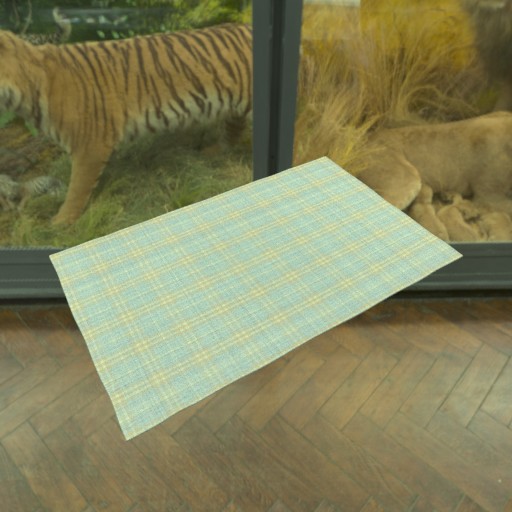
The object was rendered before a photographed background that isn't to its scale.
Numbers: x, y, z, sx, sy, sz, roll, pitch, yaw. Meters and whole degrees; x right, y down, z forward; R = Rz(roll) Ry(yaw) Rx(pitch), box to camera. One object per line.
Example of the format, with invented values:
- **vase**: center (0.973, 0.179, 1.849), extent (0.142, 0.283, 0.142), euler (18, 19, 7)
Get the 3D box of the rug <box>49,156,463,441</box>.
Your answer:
- **rug**: center (0.000, 0.000, 3.095), extent (2.460, 0.016, 1.545), euler (-24, 49, -22)
